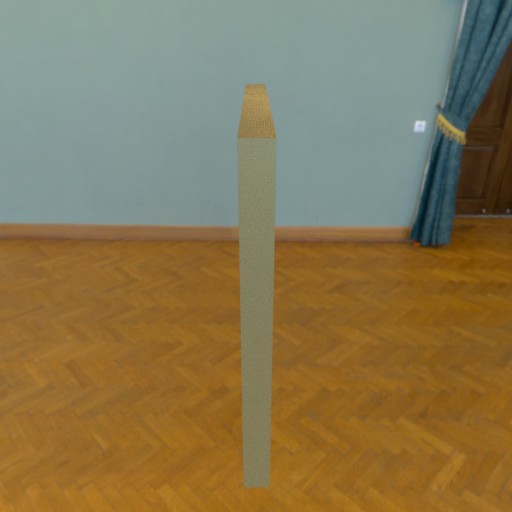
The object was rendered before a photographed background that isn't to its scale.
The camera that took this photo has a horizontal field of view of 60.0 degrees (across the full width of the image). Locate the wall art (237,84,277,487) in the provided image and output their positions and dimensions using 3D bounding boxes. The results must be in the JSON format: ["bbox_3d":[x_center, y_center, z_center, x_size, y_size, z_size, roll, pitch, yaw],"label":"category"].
[{"bbox_3d":[0.000,0.000,0.766,0.038,0.508,0.507,0,27,0],"label":"wall art"}]
